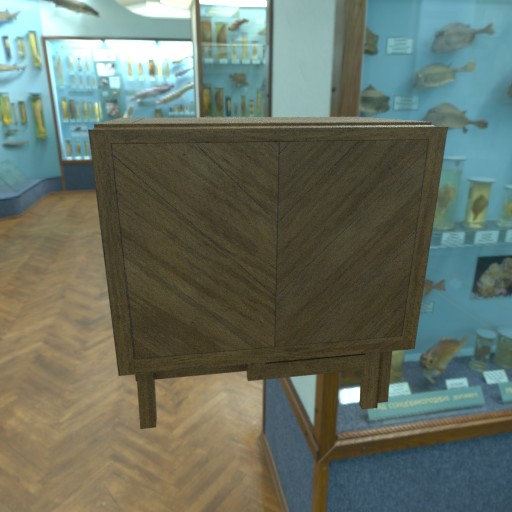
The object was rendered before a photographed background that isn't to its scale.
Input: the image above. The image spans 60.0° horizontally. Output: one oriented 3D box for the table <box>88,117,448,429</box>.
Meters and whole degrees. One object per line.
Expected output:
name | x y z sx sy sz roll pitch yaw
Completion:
table | 0.000 0.000 1.297 0.746 0.763 0.591 -3 19 -9
